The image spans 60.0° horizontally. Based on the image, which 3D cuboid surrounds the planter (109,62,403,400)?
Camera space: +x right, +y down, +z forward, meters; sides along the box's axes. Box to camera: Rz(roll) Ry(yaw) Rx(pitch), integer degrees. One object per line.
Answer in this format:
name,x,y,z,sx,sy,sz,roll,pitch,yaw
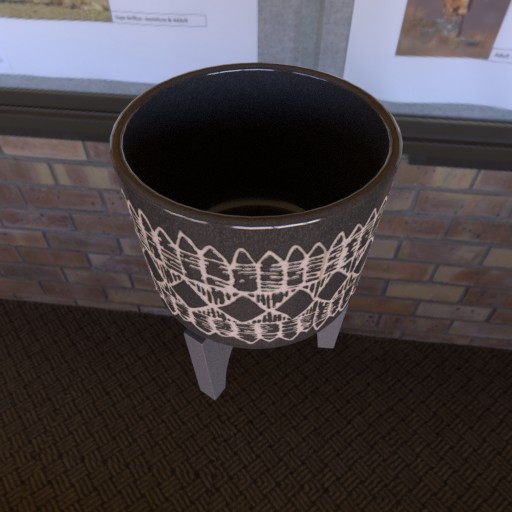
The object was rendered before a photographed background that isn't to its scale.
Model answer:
planter,0.000,0.000,0.398,0.196,0.264,0.196,-19,51,-17
